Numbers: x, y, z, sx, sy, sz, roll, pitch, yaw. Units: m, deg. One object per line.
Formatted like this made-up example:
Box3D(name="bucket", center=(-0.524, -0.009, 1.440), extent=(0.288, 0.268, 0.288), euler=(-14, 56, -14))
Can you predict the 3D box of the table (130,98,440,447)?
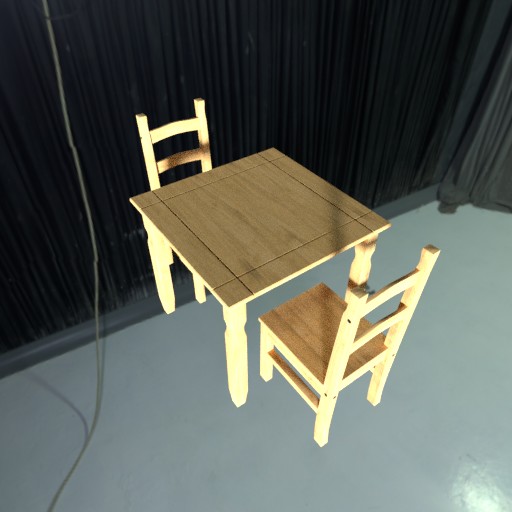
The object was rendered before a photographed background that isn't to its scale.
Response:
Box3D(name="table", center=(0.000, 0.000, 2.094), extent=(0.813, 0.942, 1.501), euler=(-26, 48, -26))
